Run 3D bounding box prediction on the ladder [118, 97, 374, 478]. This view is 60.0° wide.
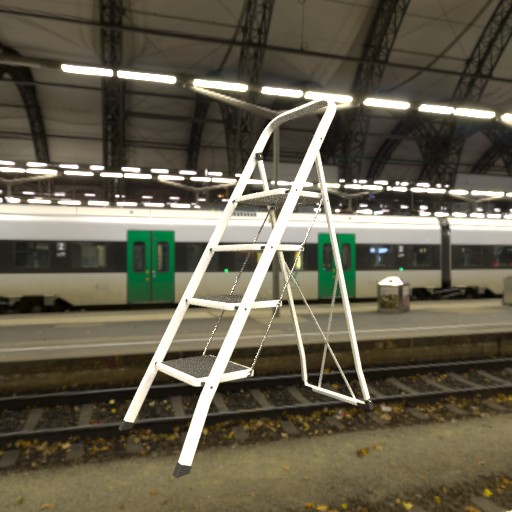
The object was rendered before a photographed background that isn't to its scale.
[{"bbox_3d":[0.000,0.000,1.717,0.914,1.265,0.460,0,-1,-37],"label":"ladder"}]
